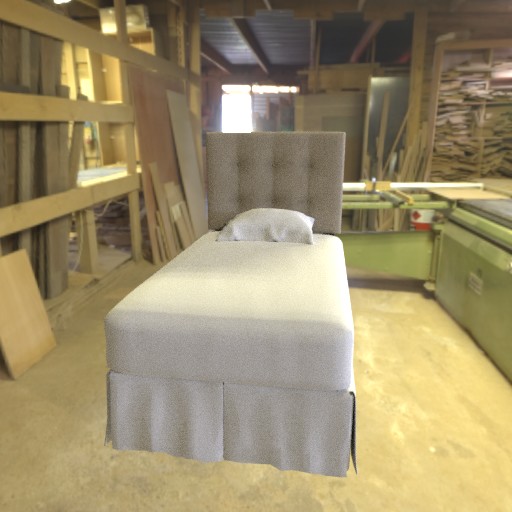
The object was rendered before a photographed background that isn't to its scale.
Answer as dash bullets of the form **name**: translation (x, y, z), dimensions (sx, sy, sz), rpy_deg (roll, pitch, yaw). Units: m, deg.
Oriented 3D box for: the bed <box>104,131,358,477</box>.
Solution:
- **bed**: translation (0.000, 0.000, 2.870), dimensions (1.261, 1.571, 1.997), rpy_deg (2, 15, 9)
